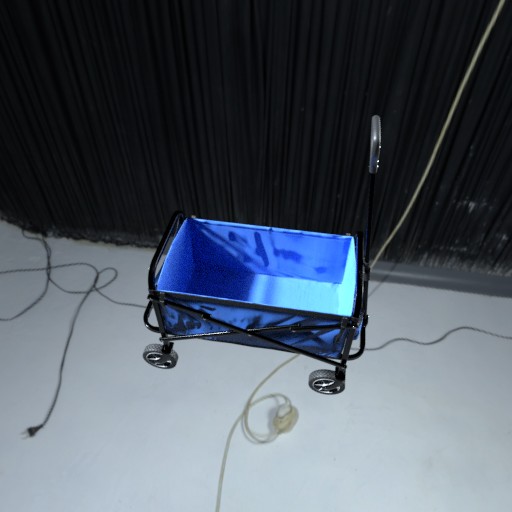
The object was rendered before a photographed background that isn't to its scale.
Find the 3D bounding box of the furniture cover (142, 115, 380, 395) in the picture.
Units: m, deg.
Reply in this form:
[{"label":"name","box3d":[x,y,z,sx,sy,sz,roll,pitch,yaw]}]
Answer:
[{"label":"furniture cover","box3d":[0.000,0.000,1.850,1.038,1.295,0.532,7,46,7]}]
